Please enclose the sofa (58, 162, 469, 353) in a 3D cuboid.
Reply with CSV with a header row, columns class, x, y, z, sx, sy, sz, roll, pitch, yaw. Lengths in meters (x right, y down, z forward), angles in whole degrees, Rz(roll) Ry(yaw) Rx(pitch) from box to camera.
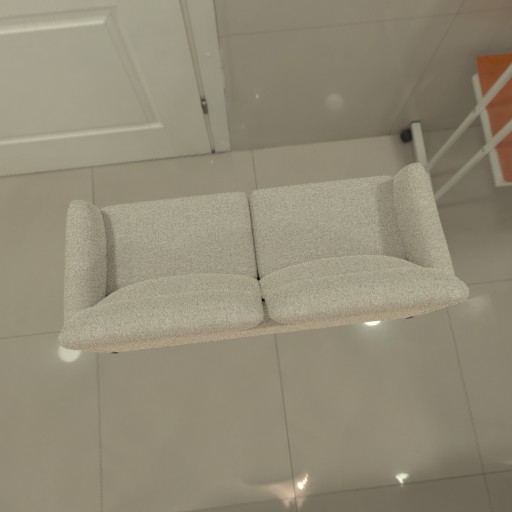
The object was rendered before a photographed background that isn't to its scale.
class,x,y,z,sx,sy,sz,roll,pitch,yaw
sofa,0.000,0.000,2.432,2.015,0.956,0.856,-7,76,-2
